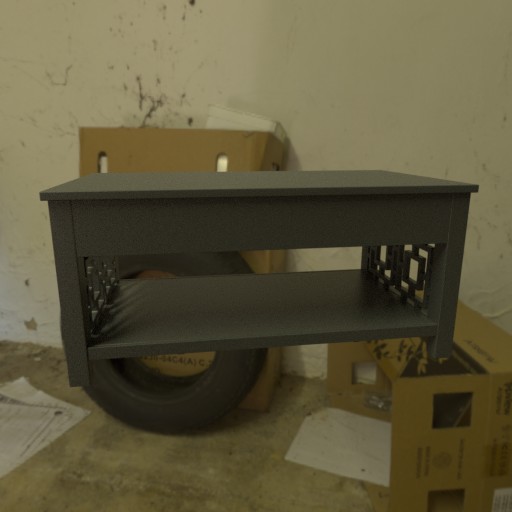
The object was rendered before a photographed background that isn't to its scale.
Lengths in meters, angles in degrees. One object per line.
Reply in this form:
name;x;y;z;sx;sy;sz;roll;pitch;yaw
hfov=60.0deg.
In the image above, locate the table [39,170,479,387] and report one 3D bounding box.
table;0.000;0.000;1.416;1.068;0.493;0.612;-2;15;-8
